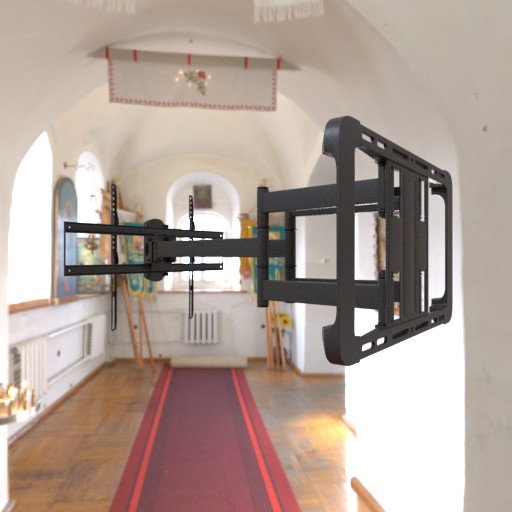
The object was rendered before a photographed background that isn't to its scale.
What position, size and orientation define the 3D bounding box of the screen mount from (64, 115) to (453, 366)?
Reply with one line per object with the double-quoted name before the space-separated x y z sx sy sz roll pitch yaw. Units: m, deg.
"screen mount" 0.000 0.000 1.294 0.905 0.483 0.725 0 0 38
